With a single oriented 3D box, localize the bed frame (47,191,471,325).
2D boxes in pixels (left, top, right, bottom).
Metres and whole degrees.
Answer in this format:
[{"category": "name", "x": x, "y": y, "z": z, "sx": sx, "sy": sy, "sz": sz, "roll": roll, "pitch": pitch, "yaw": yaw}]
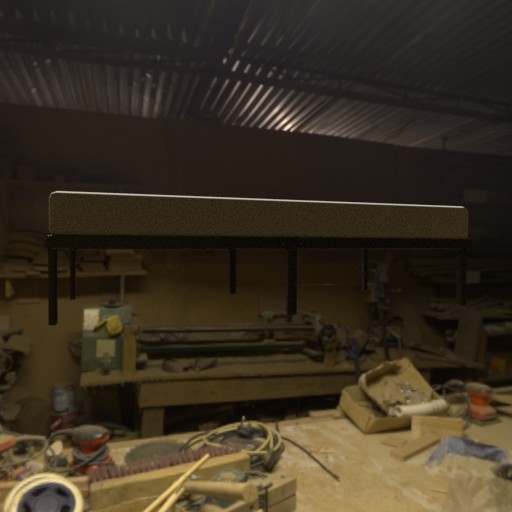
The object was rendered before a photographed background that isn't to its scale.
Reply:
[{"category": "bed frame", "x": 0.000, "y": 0.000, "z": 3.254, "sx": 2.635, "sy": 0.680, "sz": 1.393, "roll": 0, "pitch": 1, "yaw": -18}]
